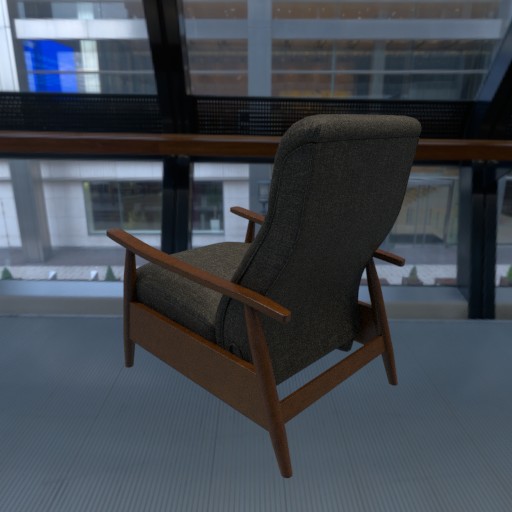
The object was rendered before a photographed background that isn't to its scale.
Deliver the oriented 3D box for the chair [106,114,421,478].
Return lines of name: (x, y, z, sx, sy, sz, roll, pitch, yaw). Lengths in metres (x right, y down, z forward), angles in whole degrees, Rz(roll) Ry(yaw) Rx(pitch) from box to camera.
chair: (0.000, 0.000, 1.793, 1.014, 1.082, 0.762, 16, 23, 42)
